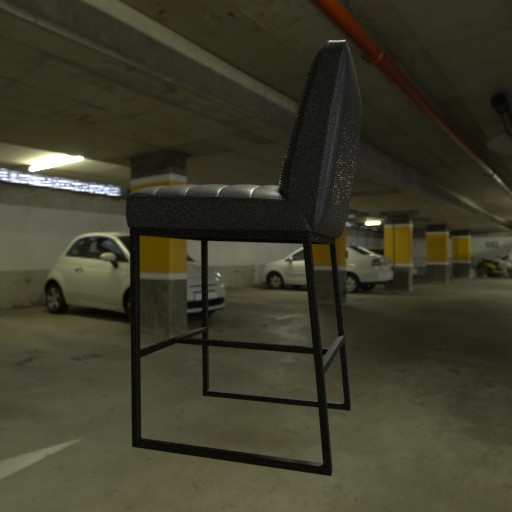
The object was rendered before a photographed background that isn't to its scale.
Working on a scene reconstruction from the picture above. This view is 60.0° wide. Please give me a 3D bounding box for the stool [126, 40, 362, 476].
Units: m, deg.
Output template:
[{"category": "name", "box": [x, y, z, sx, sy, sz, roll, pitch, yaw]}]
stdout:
[{"category": "stool", "box": [0.000, 0.000, 1.221, 0.552, 0.938, 0.457, 0, 0, 17]}]
